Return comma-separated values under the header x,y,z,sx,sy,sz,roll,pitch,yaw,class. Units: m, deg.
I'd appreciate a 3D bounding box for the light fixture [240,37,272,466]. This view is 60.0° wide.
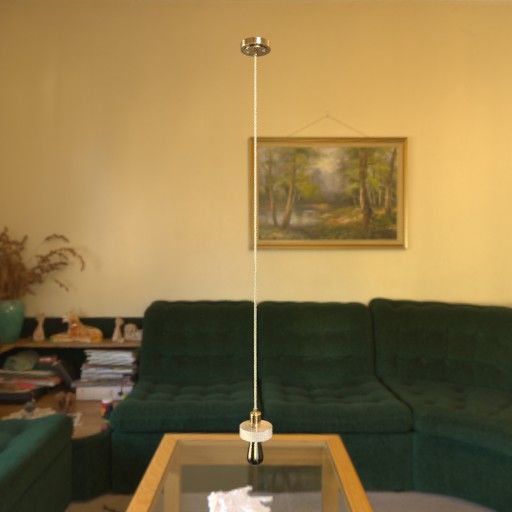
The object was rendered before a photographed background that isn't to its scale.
x,y,z,sx,sy,sz,roll,pitch,yaw,class
0.000,0.000,1.756,0.129,1.669,0.129,0,1,-17,light fixture
